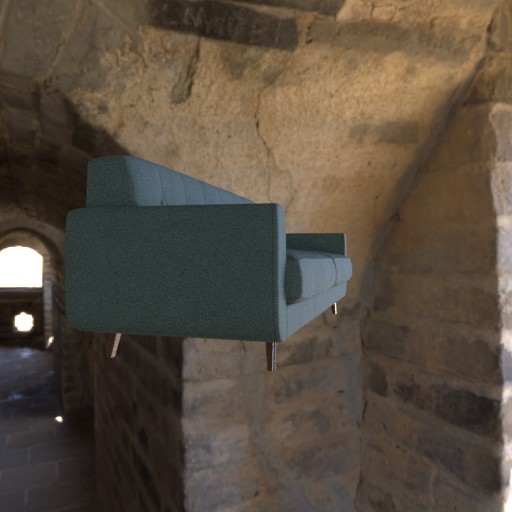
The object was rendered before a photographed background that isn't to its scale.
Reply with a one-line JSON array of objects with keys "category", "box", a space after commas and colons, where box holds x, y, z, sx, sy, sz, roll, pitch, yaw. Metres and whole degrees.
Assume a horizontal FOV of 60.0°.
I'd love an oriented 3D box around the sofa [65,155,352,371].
[{"category": "sofa", "box": [0.000, 0.000, 2.531, 0.909, 0.841, 2.029, 0, 0, 18]}]
